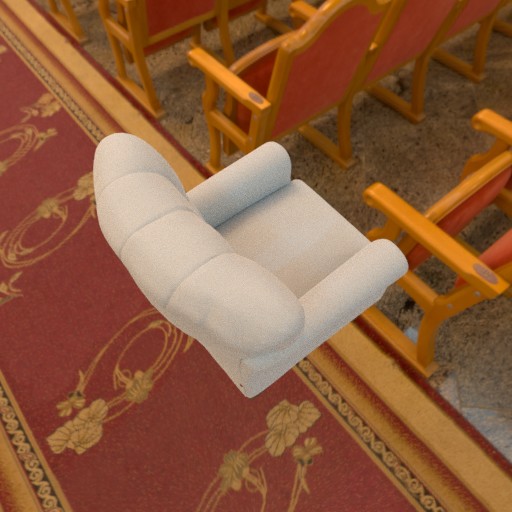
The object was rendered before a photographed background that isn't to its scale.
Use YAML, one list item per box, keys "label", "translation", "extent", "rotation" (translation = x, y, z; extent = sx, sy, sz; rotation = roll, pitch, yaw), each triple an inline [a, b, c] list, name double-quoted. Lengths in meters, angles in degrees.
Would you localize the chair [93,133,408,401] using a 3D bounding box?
- label: "chair"
  translation: [0.000, 0.000, 2.099]
  extent: [1.128, 1.217, 1.090]
  rotation: [-34, 64, -19]
